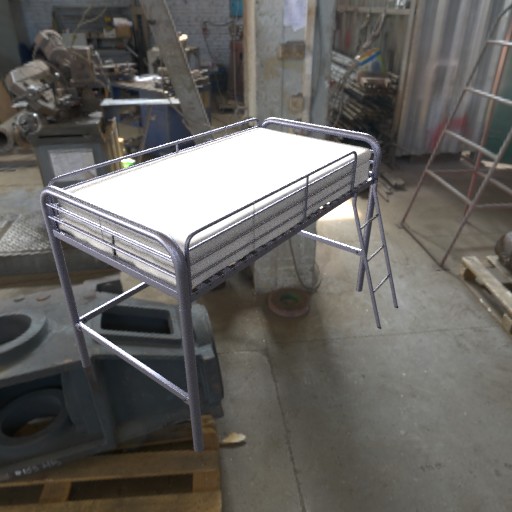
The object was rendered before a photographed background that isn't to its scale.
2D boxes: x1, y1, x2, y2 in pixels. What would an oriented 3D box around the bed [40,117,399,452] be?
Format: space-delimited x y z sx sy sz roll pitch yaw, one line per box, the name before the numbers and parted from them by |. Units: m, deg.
bed | 0.000 0.000 2.919 1.415 1.288 1.965 21 36 32
